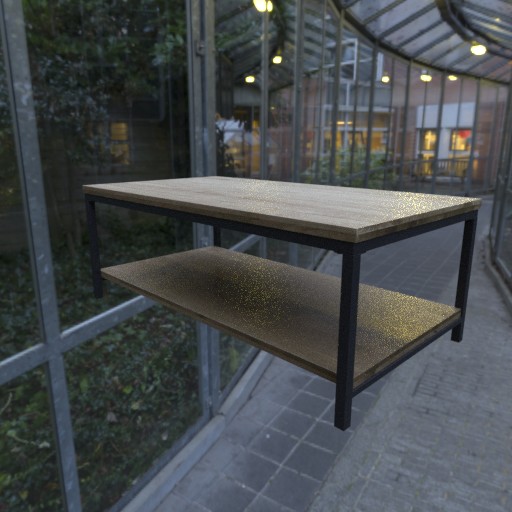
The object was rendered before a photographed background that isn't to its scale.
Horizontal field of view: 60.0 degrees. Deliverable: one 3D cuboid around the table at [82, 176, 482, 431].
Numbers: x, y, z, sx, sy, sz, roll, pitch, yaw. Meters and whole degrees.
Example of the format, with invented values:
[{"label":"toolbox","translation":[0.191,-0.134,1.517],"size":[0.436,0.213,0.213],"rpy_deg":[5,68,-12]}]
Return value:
[{"label":"table","translation":[0.000,0.000,1.350],"size":[0.574,0.393,1.062],"rpy_deg":[-14,20,-43]}]
